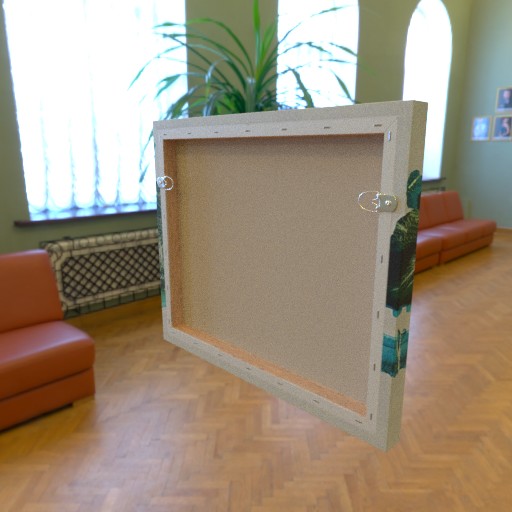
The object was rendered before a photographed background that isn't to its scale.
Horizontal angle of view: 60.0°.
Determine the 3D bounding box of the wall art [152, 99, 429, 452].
[{"bbox_3d":[0.000,0.000,0.709,0.507,0.435,0.041,13,19,43],"label":"wall art"}]
